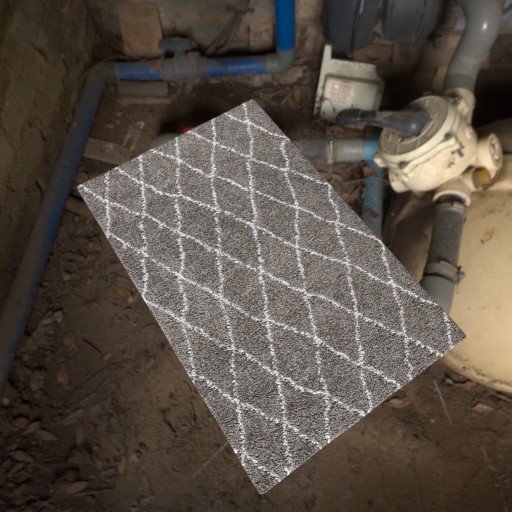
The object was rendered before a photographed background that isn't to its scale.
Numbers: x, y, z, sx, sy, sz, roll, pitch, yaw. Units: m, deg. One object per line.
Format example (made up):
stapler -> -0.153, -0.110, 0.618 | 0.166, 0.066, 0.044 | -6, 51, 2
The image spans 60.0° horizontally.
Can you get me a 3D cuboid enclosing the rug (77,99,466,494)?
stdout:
rug -> 0.000, 0.000, 3.428 | 1.778, 0.030, 2.743 | -31, 68, -14
